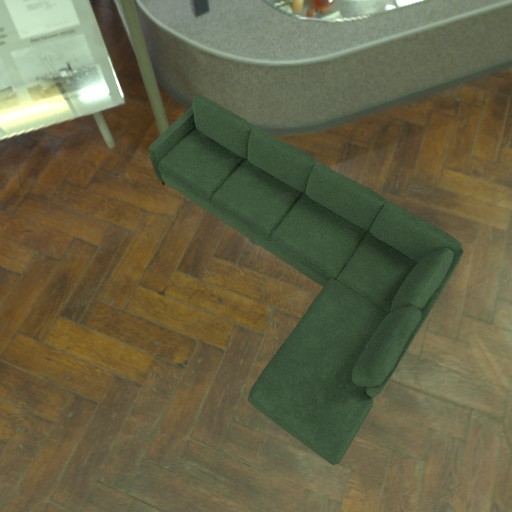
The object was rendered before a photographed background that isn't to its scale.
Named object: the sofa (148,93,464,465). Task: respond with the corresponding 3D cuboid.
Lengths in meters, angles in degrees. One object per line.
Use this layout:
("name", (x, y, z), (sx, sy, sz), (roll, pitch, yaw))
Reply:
("sofa", (0.000, 0.000, 3.302), (2.486, 0.687, 1.707), (33, 69, 15))
